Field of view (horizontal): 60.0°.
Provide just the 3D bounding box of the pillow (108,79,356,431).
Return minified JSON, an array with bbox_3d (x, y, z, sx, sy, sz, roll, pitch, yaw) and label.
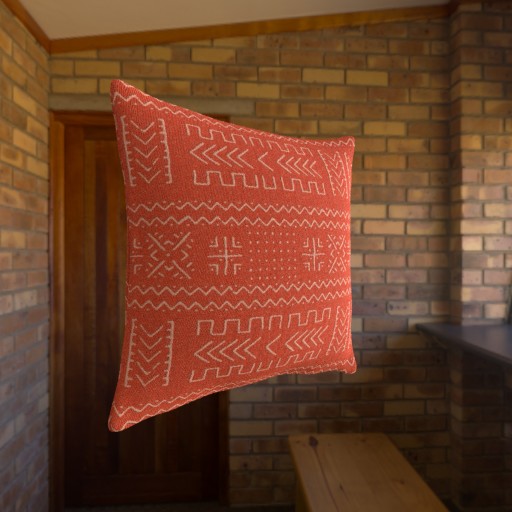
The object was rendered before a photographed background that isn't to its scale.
[{"bbox_3d":[0.000,0.000,0.663,0.438,0.429,0.164,0,0,-36],"label":"pillow"}]
